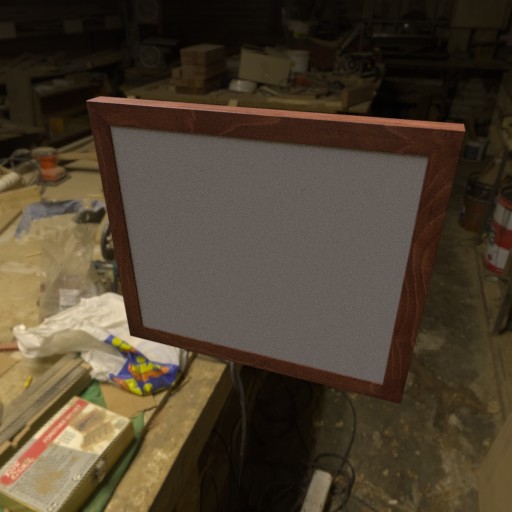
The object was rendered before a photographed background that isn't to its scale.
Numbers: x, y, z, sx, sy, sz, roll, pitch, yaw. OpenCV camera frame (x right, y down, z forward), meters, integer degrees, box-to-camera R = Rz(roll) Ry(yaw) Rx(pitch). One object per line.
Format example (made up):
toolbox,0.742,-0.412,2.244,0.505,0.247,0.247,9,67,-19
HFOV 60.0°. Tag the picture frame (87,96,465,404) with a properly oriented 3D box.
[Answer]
picture frame,0.000,0.000,0.519,0.381,0.330,0.025,10,32,17
